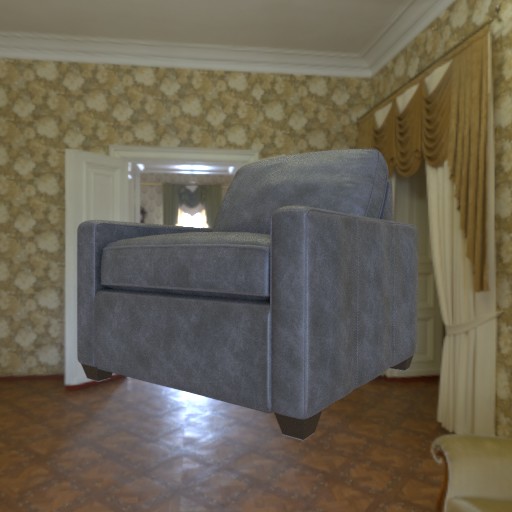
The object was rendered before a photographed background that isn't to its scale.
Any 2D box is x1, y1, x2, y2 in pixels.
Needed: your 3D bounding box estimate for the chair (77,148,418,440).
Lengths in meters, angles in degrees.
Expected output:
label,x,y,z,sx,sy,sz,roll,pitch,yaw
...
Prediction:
label,x,y,z,sx,sy,sz,roll,pitch,yaw
chair,0.000,0.000,1.733,1.006,0.916,0.939,0,1,36
